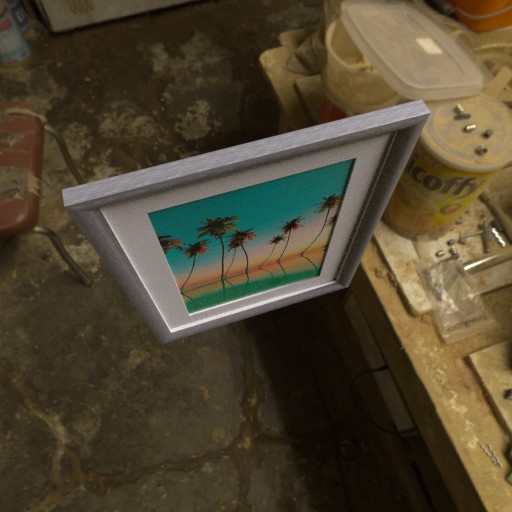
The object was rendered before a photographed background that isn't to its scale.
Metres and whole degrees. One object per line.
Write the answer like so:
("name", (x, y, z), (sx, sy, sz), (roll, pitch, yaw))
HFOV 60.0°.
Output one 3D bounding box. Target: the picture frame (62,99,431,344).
("picture frame", (0.000, 0.000, 0.777), (0.454, 0.559, 0.029), (-16, 64, -8))
